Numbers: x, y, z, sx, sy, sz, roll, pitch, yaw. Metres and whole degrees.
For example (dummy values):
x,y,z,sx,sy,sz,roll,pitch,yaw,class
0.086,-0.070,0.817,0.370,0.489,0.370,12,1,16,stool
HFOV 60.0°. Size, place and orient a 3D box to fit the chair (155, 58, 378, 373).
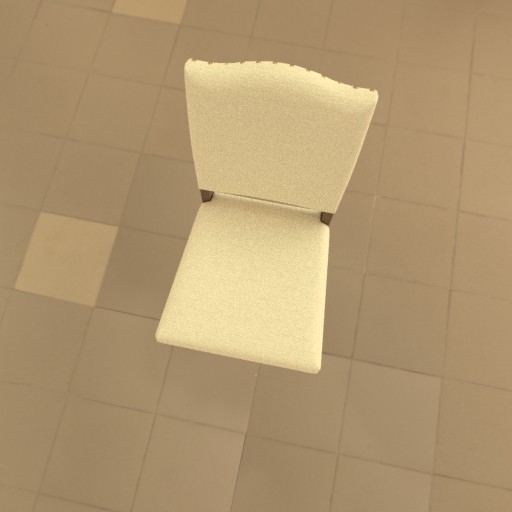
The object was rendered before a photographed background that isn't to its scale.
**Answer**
x,y,z,sx,sy,sz,roll,pitch,yaw,class
0.000,0.000,1.364,0.508,1.015,0.619,11,75,3,chair
